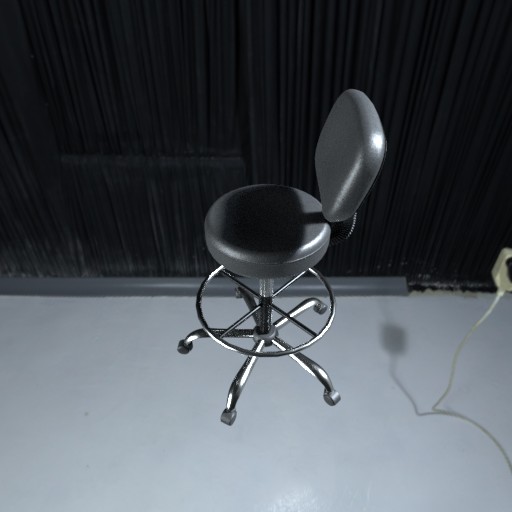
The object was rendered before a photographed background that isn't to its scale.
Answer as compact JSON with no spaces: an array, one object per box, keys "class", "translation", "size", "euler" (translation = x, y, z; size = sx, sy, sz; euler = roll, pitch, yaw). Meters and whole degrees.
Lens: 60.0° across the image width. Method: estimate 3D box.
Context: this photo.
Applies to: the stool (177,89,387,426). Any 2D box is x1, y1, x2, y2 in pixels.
[{"class":"stool","translation":[0.000,0.000,1.526],"size":[0.658,1.069,0.694],"euler":[0,41,1]}]
